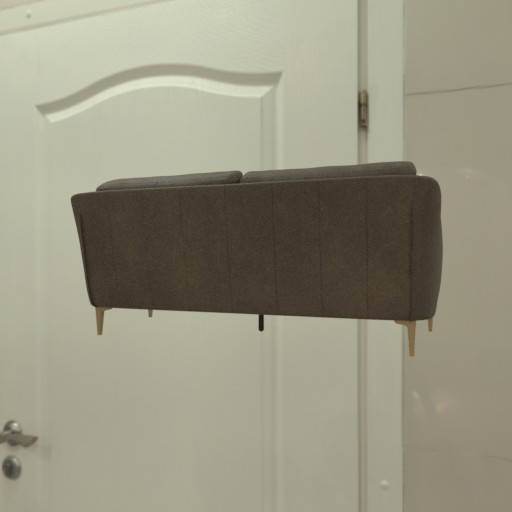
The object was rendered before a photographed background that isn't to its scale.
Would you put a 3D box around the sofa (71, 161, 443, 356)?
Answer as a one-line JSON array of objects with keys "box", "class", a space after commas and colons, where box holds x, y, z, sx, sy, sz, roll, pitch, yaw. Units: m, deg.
[{"box": [0.000, 0.000, 2.552, 2.036, 0.902, 0.960, 0, 0, 19], "class": "sofa"}]
